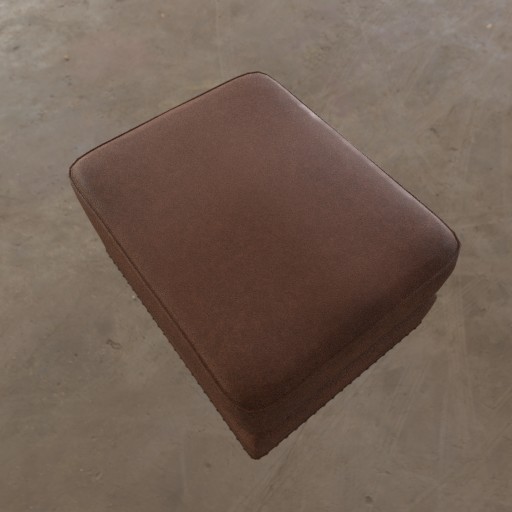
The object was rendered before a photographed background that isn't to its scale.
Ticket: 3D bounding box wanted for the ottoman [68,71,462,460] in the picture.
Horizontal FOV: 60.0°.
[{"bbox_3d":[0.000,0.000,1.119,0.589,0.537,0.738,-34,65,-18],"label":"ottoman"}]
